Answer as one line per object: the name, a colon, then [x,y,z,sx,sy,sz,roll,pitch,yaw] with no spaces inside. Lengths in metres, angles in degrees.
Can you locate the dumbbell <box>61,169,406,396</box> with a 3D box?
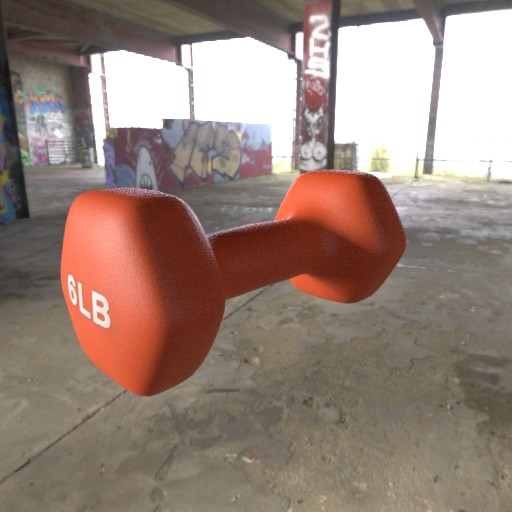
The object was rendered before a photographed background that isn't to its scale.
dumbbell: [0.000,0.000,0.205,0.162,0.071,0.079,-14,21,-42]
